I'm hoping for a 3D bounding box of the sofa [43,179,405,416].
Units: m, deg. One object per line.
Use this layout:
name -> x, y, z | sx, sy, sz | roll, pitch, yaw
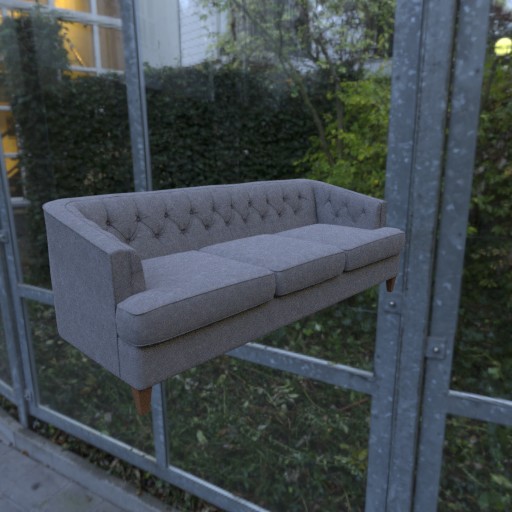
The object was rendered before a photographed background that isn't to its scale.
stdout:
sofa -> 0.000, 0.000, 2.711 | 0.917, 0.806, 2.247 | 13, 19, 42
